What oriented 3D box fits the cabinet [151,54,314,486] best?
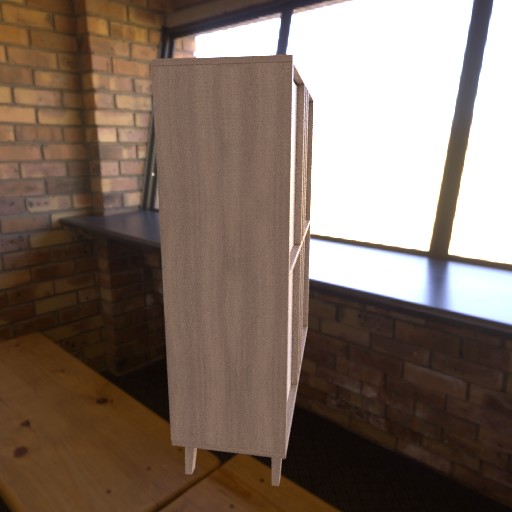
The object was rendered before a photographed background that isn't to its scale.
[{"bbox_3d":[0.000,0.000,1.903,0.398,1.388,1.111,2,14,10],"label":"cabinet"}]
